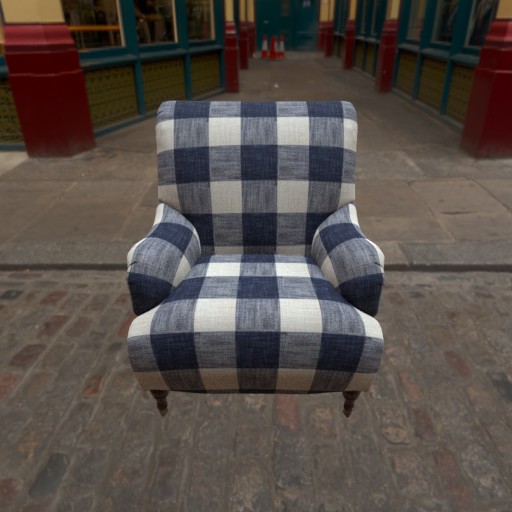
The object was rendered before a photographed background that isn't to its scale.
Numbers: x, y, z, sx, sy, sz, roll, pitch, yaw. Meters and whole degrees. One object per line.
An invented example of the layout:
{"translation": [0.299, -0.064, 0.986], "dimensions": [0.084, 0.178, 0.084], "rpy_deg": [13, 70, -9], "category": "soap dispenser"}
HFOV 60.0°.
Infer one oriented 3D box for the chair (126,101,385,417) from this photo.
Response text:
{"translation": [0.000, 0.000, 1.589], "dimensions": [0.781, 0.953, 0.848], "rpy_deg": [0, 29, 0], "category": "chair"}
